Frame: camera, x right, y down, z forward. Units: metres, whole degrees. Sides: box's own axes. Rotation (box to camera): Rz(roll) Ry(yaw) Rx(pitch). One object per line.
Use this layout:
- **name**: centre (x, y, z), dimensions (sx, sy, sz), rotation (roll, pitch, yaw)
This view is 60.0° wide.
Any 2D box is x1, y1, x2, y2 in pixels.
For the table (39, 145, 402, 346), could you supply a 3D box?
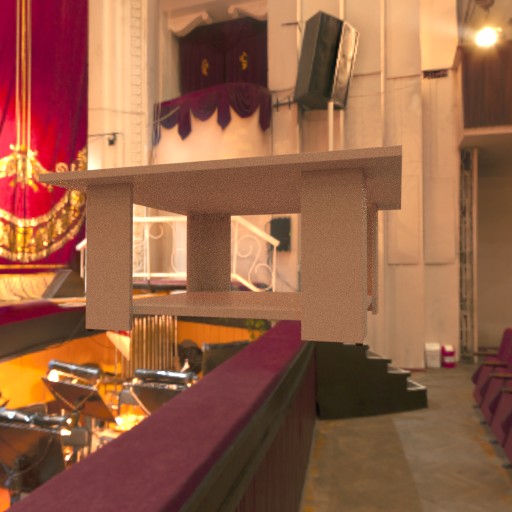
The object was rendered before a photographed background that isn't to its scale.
- **table**: centre (0.000, 0.000, 1.072), dimensions (0.670, 0.305, 0.670), rotation (0, -1, 18)
